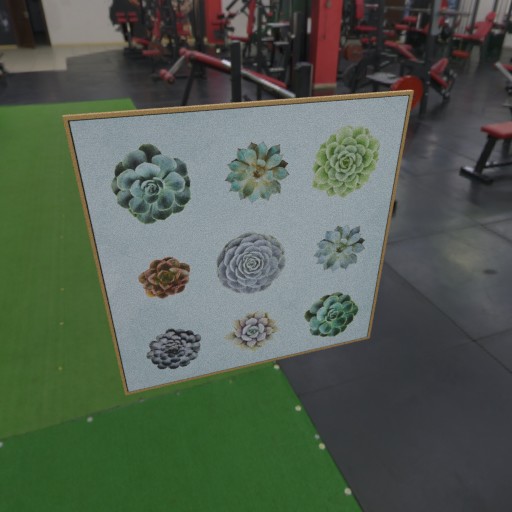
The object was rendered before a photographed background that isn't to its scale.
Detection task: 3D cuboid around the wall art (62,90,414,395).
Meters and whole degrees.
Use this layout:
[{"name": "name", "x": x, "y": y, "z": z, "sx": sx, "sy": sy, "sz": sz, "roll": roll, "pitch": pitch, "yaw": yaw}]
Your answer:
[{"name": "wall art", "x": 0.000, "y": 0.000, "z": 1.425, "sx": 0.962, "sy": 0.959, "sz": 0.013, "roll": -9, "pitch": 33, "yaw": -15}]
